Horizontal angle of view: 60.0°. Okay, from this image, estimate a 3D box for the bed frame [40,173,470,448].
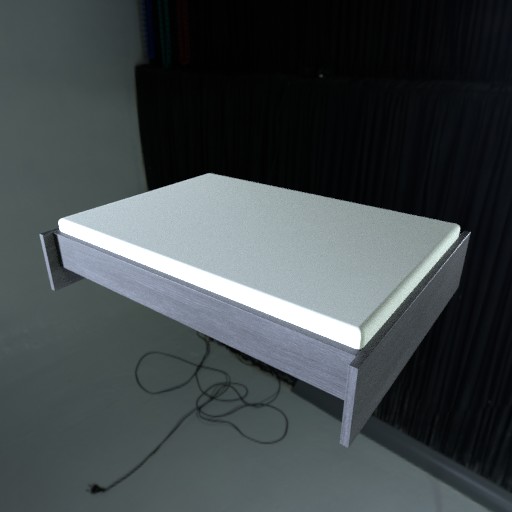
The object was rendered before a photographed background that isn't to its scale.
[{"bbox_3d":[0.000,0.000,2.583,1.950,0.432,1.490,18,30,33],"label":"bed frame"}]
